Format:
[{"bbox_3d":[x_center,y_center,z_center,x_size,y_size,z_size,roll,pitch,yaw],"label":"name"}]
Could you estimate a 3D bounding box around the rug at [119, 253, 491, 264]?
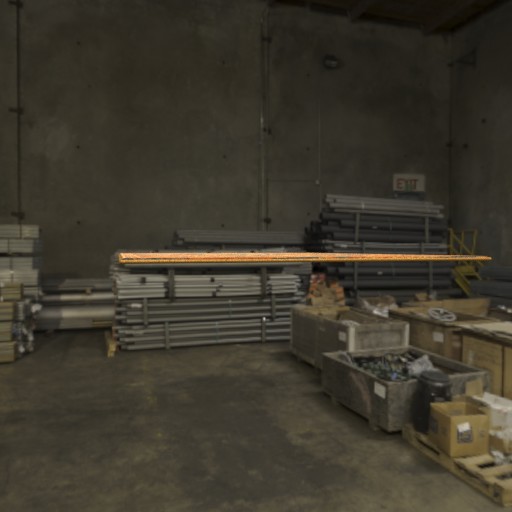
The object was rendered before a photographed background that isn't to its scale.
[{"bbox_3d":[0.000,0.000,4.116,2.435,0.031,3.040,0,1,-17],"label":"rug"}]
